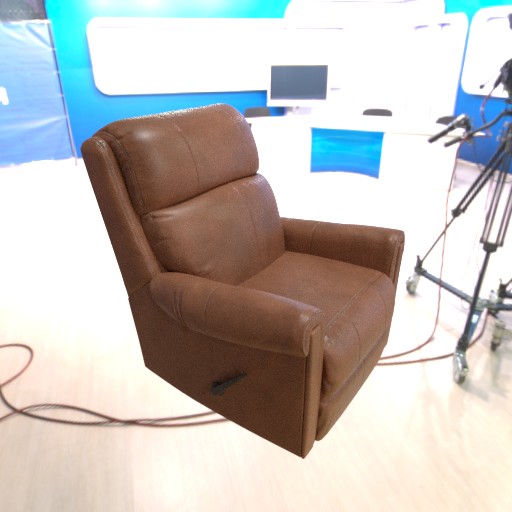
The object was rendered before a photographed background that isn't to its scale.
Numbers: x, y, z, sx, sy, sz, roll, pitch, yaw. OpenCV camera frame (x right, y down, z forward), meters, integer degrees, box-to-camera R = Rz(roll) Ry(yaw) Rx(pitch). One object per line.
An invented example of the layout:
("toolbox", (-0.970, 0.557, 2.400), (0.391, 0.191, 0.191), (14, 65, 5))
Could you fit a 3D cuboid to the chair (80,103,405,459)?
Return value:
("chair", (0.000, 0.000, 1.749), (1.014, 1.054, 0.838), (17, 31, 31))
